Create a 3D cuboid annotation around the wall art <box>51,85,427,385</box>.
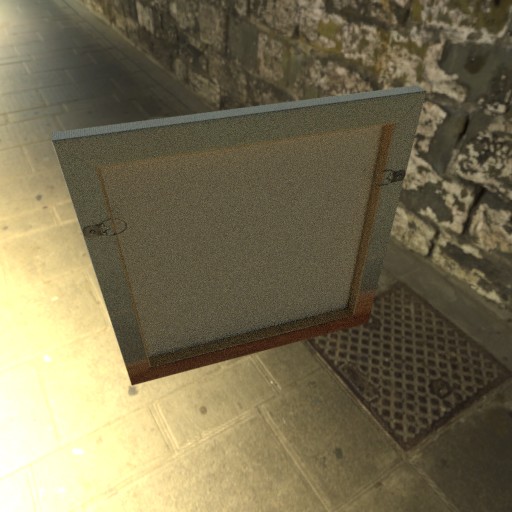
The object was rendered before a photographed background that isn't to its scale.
[{"bbox_3d":[0.000,0.000,0.893,0.605,0.605,0.034,-12,42,-13],"label":"wall art"}]
